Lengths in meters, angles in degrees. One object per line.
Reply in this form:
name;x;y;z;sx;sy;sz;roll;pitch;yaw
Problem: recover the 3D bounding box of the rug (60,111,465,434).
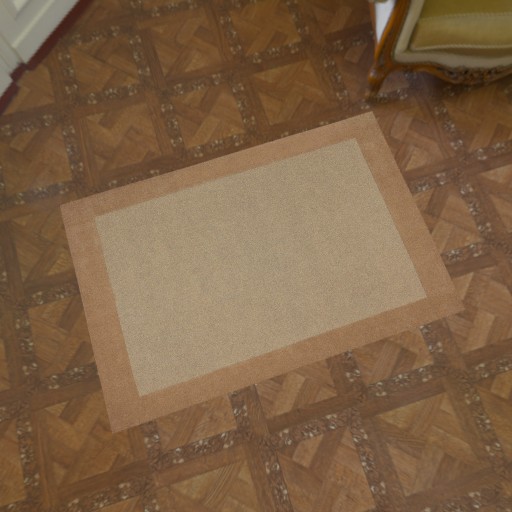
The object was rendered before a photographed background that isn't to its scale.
rug;0.000;0.000;2.320;1.829;0.014;1.219;-18;75;-5
